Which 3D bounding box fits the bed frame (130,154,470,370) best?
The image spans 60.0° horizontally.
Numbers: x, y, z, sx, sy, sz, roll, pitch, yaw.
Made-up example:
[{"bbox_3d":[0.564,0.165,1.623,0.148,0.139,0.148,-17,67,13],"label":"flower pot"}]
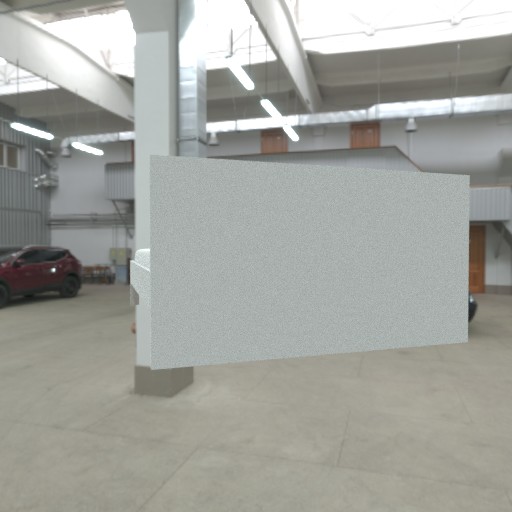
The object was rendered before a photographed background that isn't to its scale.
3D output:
[{"bbox_3d":[0.000,0.000,2.807,1.490,0.800,1.950,0,1,-19],"label":"bed frame"}]
